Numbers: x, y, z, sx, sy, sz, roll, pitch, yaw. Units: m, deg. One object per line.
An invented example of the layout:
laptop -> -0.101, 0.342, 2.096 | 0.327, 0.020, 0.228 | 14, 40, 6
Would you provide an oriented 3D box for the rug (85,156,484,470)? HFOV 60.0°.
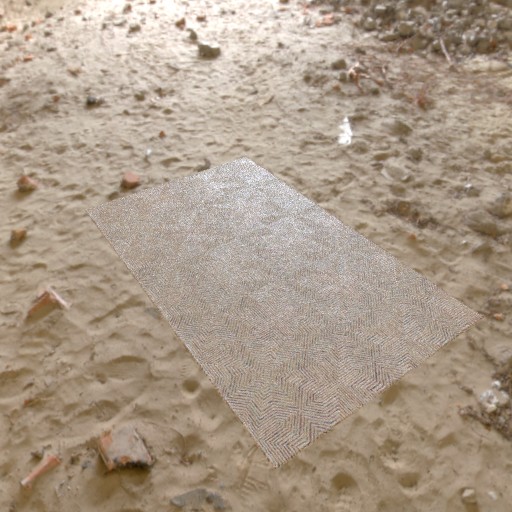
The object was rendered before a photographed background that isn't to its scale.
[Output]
rug -> 0.000, 0.000, 2.986 | 1.519, 0.007, 2.428 | -24, 46, -26
